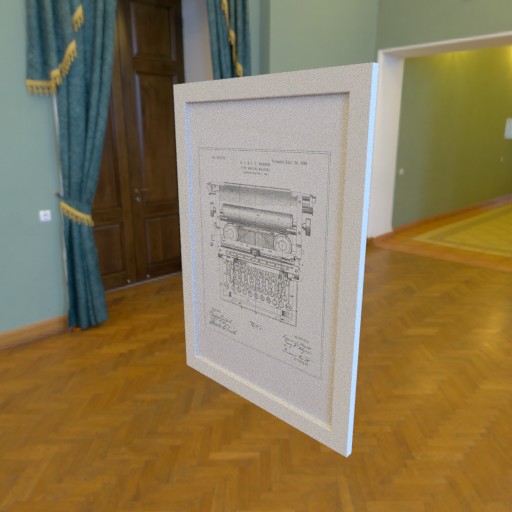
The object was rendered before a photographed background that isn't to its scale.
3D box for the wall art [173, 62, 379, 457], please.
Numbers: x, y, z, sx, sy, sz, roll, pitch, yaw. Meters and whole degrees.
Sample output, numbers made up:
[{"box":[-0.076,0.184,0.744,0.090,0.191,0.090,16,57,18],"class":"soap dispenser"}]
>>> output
[{"box":[0.000,0.000,0.705,0.381,0.533,0.013,15,22,42],"class":"wall art"}]
